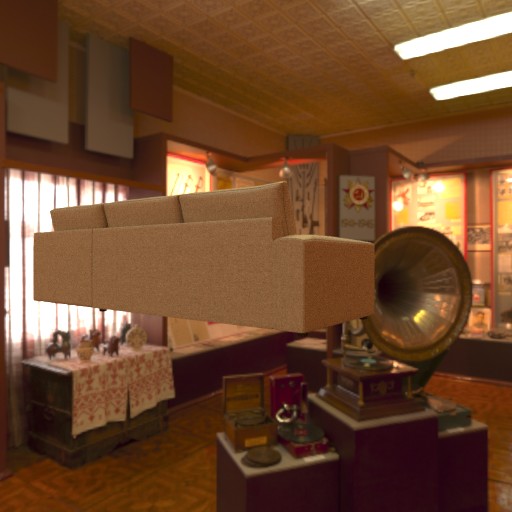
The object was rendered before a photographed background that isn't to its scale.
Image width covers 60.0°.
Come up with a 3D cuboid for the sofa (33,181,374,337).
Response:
[{"bbox_3d":[0.000,0.000,3.999,2.622,0.800,2.742,0,0,37],"label":"sofa"}]
